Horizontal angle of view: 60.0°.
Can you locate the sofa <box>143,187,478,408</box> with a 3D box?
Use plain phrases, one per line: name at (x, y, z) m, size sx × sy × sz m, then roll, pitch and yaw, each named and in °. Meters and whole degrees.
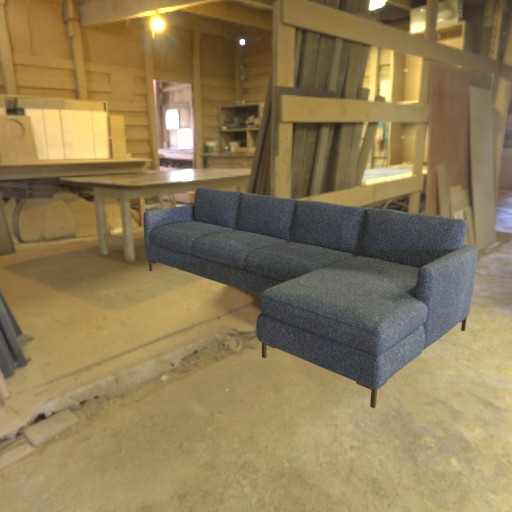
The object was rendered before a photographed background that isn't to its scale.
sofa at (0.000, 0.000, 3.516) m, size 2.932 × 0.810 × 1.350 m, roll 14°, pitch 20°, yaw 42°
